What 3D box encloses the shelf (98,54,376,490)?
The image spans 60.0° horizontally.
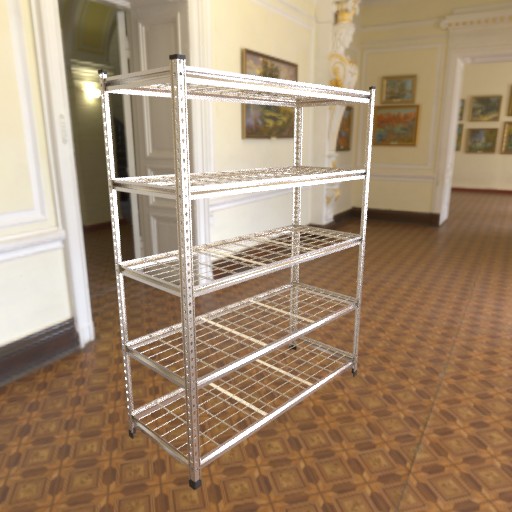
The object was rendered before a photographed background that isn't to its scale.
[{"bbox_3d":[0.000,0.000,2.660,0.610,1.981,1.524,14,20,42],"label":"shelf"}]
